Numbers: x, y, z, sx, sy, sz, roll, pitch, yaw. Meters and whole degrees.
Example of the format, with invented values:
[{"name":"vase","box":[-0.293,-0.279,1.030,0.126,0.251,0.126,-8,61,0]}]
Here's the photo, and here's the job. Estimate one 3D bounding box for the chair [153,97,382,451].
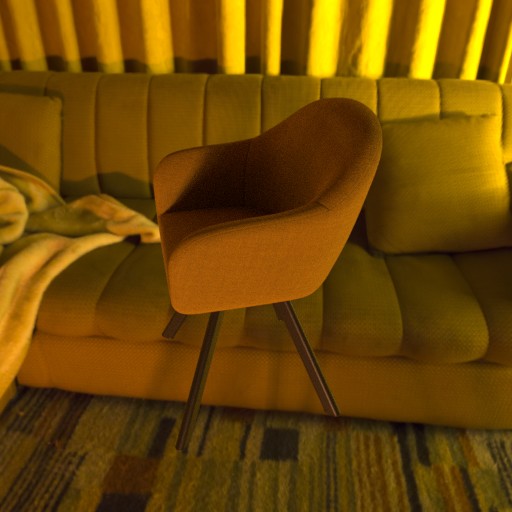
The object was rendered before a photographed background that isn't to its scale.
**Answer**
[{"name":"chair","box":[0.000,0.000,1.205,0.550,0.795,0.590,-7,29,-13]}]
